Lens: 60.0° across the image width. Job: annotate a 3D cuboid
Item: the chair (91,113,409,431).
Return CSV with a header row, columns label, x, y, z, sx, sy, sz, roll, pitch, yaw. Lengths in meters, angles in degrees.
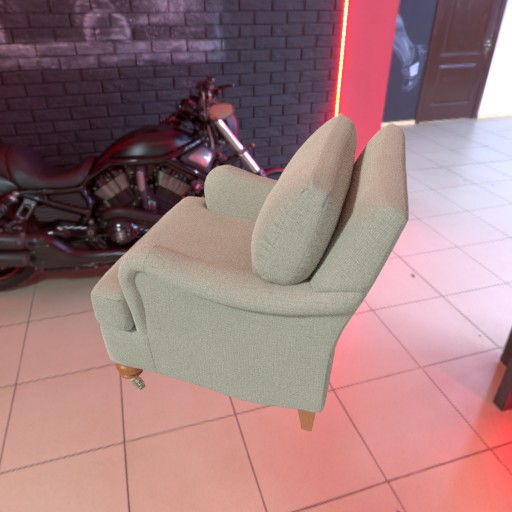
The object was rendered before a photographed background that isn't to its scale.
label,x,y,z,sx,sy,sz,roll,pitch,yaw
chair,0.000,0.000,1.870,1.070,1.038,0.955,8,32,13
